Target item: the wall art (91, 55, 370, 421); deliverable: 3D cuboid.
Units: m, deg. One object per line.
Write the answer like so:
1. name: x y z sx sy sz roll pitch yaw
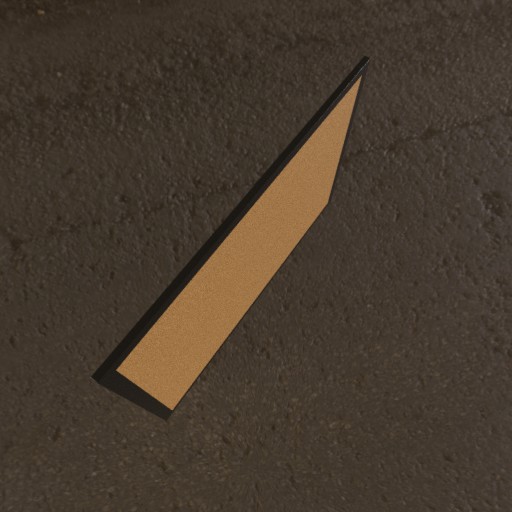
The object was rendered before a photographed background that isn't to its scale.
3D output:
1. wall art: 0.000 0.000 1.039 0.015 0.552 0.819 32 68 15
